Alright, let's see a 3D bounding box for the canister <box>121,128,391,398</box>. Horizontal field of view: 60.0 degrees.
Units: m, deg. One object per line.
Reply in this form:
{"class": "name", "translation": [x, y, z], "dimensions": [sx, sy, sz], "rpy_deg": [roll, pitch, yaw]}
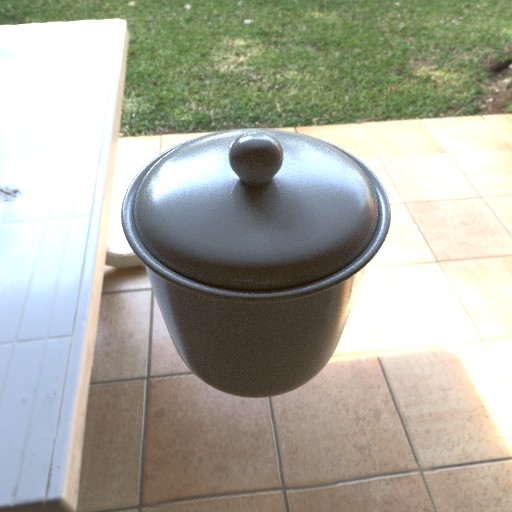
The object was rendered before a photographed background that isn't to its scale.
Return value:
{"class": "canister", "translation": [0.000, 0.000, 0.346], "dimensions": [0.182, 0.208, 0.182], "rpy_deg": [0, 45, 0]}
